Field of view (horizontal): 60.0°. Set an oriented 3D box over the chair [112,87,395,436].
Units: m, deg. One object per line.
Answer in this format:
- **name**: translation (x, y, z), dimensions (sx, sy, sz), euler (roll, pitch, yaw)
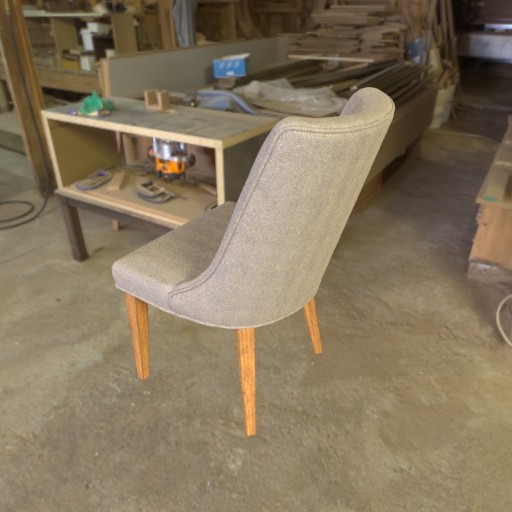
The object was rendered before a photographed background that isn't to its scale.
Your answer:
- **chair**: translation (0.000, 0.000, 1.282), dimensions (0.636, 0.916, 0.548), euler (20, 36, 30)
